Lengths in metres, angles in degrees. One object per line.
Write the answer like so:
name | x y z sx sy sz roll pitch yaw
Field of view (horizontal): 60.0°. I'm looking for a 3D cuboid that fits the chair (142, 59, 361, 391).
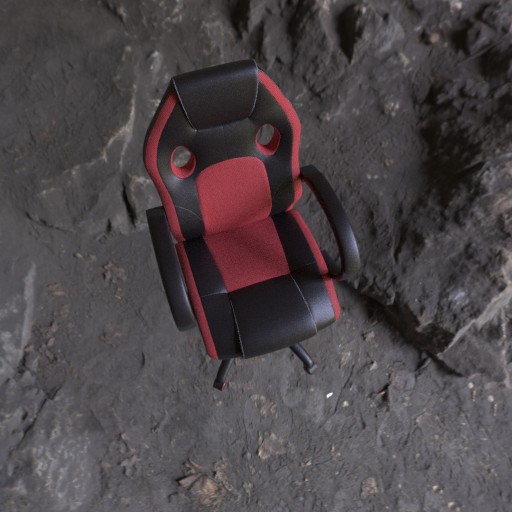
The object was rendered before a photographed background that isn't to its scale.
chair | 0.000 0.000 1.710 0.750 1.189 0.783 -17 63 -9
